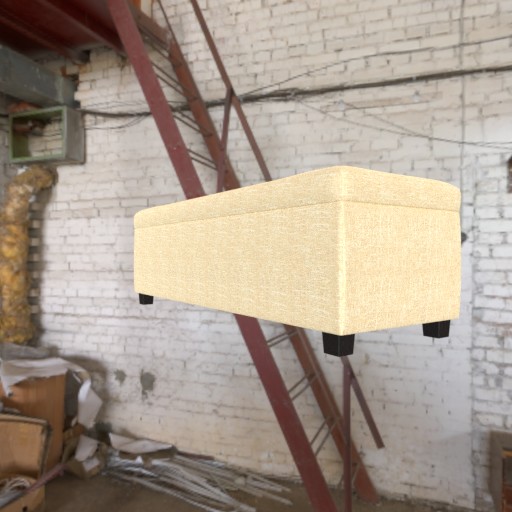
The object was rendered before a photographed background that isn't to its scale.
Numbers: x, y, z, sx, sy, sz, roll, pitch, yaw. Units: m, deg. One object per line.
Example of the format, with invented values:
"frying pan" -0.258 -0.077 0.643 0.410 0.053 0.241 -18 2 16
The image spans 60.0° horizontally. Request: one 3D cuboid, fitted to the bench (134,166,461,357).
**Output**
"bench" 0.000 0.000 1.493 0.432 0.406 1.219 0 0 -35
